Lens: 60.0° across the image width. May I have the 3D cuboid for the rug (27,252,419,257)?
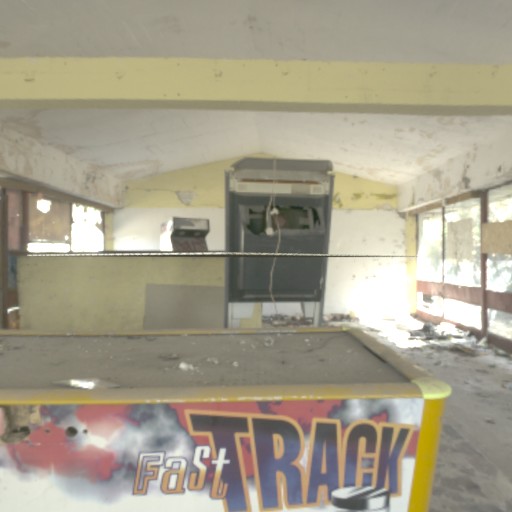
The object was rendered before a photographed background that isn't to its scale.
[{"bbox_3d":[0.000,0.000,3.122,1.526,0.008,2.441,0,-1,37],"label":"rug"}]
